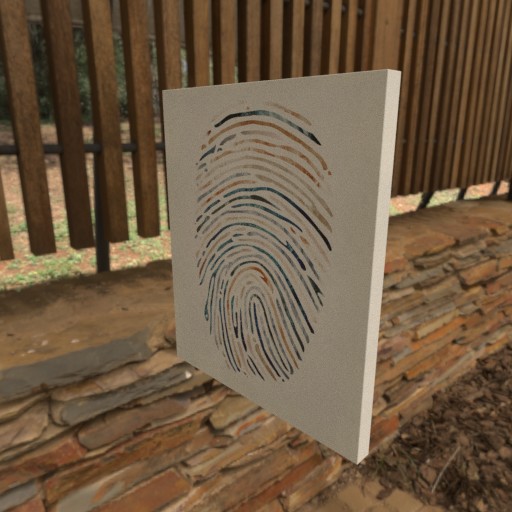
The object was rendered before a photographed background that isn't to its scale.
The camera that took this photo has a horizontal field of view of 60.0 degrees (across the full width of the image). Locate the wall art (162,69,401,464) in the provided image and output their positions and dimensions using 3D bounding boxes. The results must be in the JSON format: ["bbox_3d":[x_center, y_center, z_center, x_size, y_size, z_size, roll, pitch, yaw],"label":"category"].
[{"bbox_3d":[0.000,0.000,0.830,0.508,0.606,0.037,16,23,43],"label":"wall art"}]
